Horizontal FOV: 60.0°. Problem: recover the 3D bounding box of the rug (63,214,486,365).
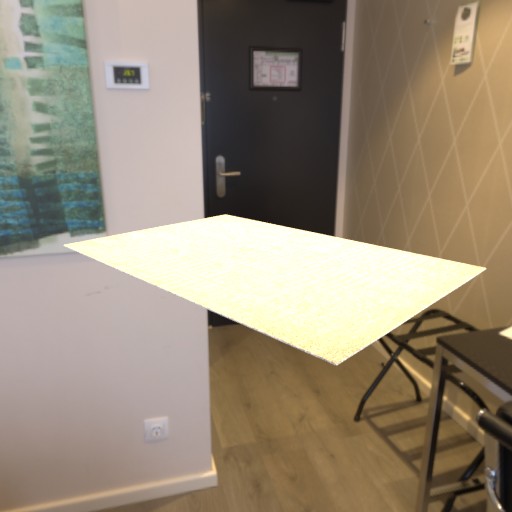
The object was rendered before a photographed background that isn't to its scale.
[{"bbox_3d":[0.000,0.000,2.265,1.827,0.007,1.211,16,23,42],"label":"rug"}]
